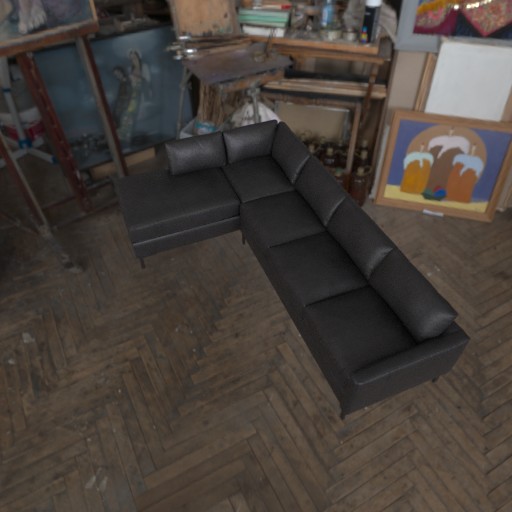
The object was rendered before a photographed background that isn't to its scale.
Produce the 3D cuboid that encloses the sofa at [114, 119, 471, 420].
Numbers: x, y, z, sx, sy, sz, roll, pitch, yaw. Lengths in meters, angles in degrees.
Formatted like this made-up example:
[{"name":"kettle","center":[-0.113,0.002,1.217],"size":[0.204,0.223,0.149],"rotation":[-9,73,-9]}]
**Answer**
[{"name":"sofa","center":[0.000,0.000,3.846],"size":[1.938,0.877,2.984],"rotation":[-16,48,-15]}]
